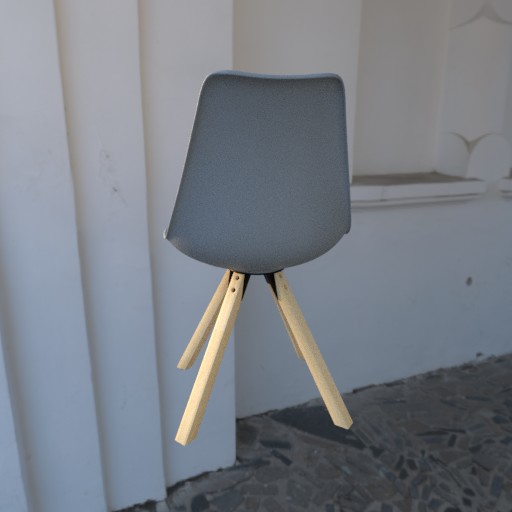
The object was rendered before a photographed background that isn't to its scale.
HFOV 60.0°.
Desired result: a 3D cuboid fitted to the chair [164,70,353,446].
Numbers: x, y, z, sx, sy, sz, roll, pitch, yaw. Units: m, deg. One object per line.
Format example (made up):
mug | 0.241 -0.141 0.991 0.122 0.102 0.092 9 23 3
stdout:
chair | 0.000 0.000 1.190 0.485 0.850 0.549 -2 14 -9
